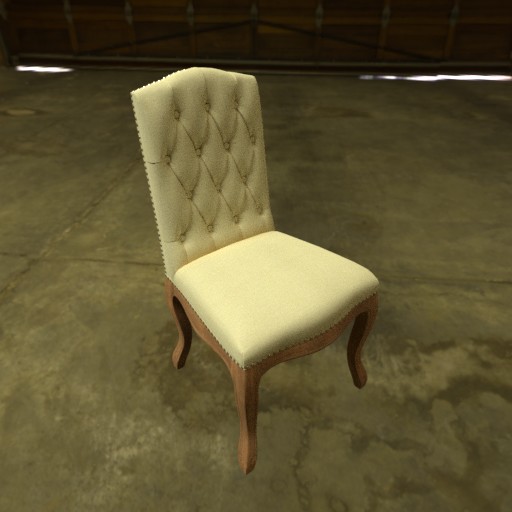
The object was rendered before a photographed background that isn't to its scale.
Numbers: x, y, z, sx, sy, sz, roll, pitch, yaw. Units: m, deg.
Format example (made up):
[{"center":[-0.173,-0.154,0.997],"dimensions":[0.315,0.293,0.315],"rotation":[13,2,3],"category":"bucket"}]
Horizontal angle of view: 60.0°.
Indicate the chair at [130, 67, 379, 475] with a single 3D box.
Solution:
[{"center":[0.000,0.000,1.557],"dimensions":[0.623,1.165,0.715],"rotation":[-23,38,-33],"category":"chair"}]
